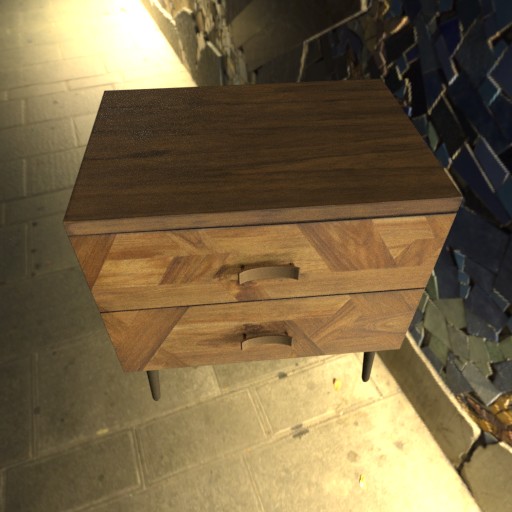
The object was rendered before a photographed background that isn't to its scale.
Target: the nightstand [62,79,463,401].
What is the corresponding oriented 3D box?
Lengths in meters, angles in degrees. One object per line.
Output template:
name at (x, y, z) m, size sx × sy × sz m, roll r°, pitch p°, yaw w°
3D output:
nightstand at (0.000, 0.000, 1.029) m, size 0.610 × 0.610 × 0.458 m, roll -4°, pitch 46°, yaw -4°
